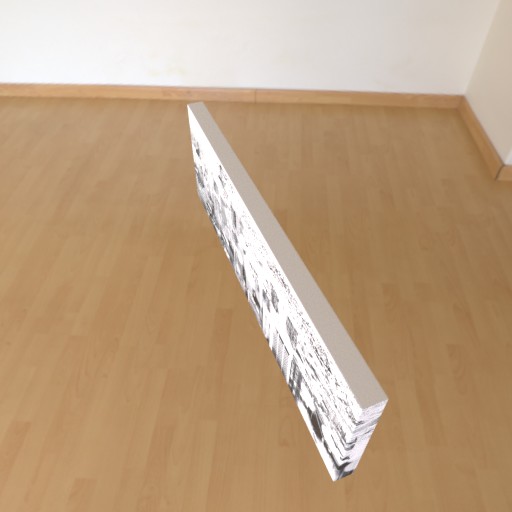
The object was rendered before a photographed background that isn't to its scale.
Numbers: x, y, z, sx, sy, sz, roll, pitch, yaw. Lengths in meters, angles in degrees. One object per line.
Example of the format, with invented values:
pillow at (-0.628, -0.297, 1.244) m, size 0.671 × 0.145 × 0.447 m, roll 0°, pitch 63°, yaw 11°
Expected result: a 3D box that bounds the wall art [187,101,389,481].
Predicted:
wall art at (0.000, 0.000, 0.846) m, size 0.038 × 0.255 × 0.763 m, roll -16°, pitch 48°, yaw -14°
